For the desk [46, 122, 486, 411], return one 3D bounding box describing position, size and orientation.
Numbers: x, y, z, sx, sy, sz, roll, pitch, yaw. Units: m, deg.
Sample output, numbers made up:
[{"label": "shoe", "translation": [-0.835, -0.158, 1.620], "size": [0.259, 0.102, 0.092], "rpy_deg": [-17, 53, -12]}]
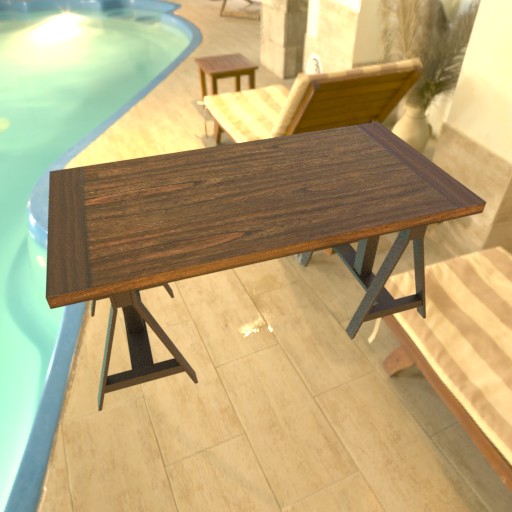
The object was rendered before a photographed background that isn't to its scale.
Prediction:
[{"label": "desk", "translation": [0.000, 0.000, 1.957], "size": [1.543, 0.725, 0.784], "rpy_deg": [-12, 42, -14]}]
